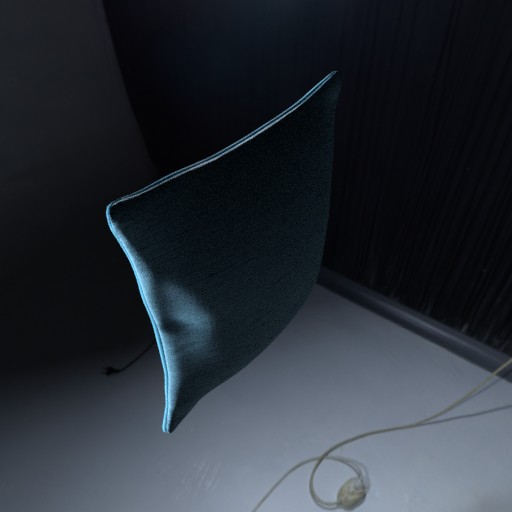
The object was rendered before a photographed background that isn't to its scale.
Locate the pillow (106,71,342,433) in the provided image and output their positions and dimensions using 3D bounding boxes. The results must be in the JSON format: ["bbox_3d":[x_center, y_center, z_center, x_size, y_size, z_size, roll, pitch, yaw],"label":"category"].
[{"bbox_3d":[0.000,0.000,0.652,0.151,0.415,0.433,26,48,26],"label":"pillow"}]
